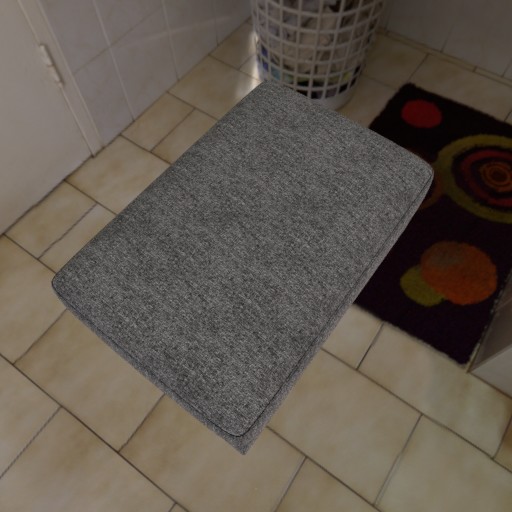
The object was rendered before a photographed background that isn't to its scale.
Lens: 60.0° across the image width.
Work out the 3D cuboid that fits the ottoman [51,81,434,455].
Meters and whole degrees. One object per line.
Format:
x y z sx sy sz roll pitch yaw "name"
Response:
0.000 0.000 1.235 0.584 0.483 0.864 34 67 16 "ottoman"
